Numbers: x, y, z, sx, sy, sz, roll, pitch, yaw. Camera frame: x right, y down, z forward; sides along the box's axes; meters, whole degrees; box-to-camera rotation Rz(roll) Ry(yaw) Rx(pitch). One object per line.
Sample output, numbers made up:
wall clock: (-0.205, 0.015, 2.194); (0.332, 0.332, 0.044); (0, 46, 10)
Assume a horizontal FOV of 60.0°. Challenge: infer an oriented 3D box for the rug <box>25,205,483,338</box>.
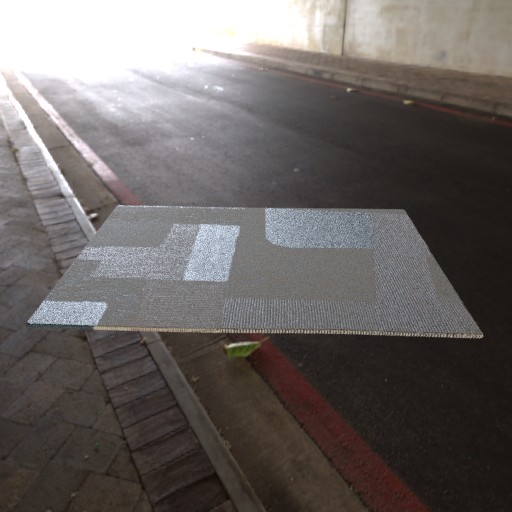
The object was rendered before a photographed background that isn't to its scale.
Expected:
rug: (0.000, 0.000, 2.313); (1.847, 0.020, 1.238); (1, 30, 2)
